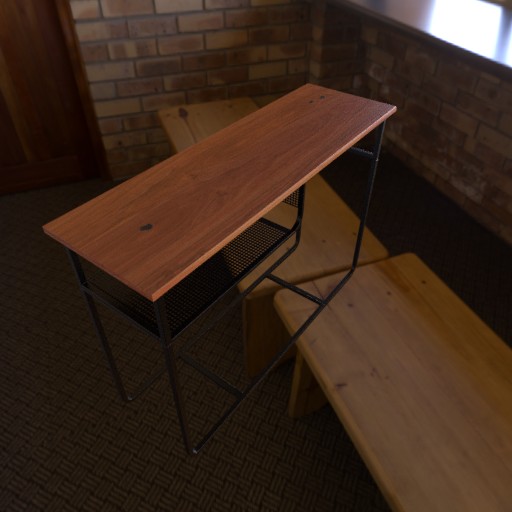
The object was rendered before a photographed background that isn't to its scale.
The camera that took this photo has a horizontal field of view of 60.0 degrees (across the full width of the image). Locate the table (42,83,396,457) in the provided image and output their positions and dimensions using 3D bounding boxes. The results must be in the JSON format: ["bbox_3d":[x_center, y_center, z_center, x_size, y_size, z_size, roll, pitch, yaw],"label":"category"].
[{"bbox_3d":[0.000,0.000,1.475,0.350,0.750,1.100,26,47,27],"label":"table"}]
